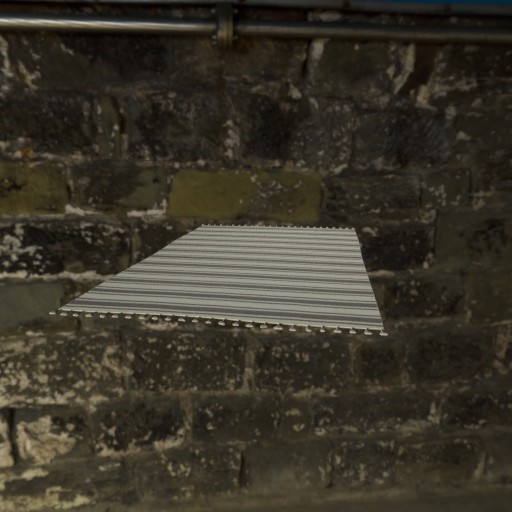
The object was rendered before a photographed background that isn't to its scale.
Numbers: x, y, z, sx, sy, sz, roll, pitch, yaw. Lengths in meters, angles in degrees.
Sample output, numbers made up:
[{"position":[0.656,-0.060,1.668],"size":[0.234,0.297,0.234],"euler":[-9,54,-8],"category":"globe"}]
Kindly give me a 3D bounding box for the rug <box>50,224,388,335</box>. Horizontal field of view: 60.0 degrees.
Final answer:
[{"position":[0.000,0.000,2.557],"size":[1.229,0.011,2.096],"euler":[2,14,9],"category":"rug"}]
